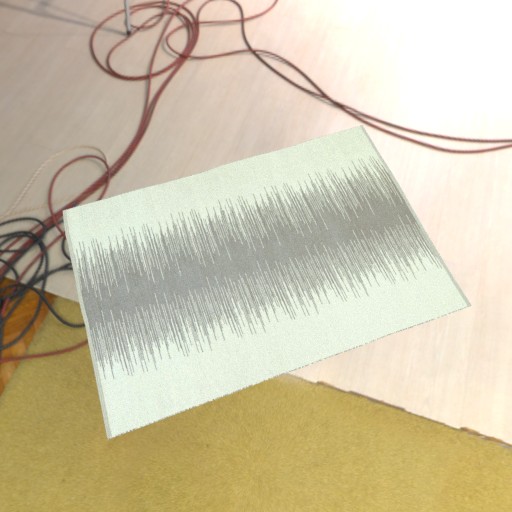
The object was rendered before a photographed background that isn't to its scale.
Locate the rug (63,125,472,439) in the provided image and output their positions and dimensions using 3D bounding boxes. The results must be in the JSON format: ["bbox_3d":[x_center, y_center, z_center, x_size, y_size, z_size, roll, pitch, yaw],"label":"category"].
[{"bbox_3d":[0.000,0.000,2.293,1.815,0.007,1.226,-18,65,-9],"label":"rug"}]
